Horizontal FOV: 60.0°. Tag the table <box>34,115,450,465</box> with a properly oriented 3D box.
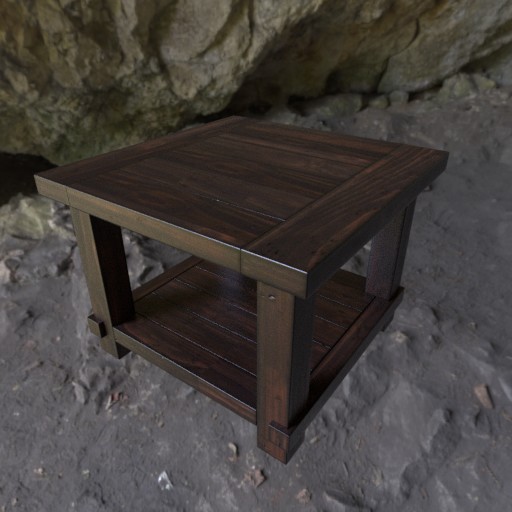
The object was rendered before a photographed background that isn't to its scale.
[{"bbox_3d":[0.000,0.000,1.001,0.593,0.437,0.606,20,35,31],"label":"table"}]
